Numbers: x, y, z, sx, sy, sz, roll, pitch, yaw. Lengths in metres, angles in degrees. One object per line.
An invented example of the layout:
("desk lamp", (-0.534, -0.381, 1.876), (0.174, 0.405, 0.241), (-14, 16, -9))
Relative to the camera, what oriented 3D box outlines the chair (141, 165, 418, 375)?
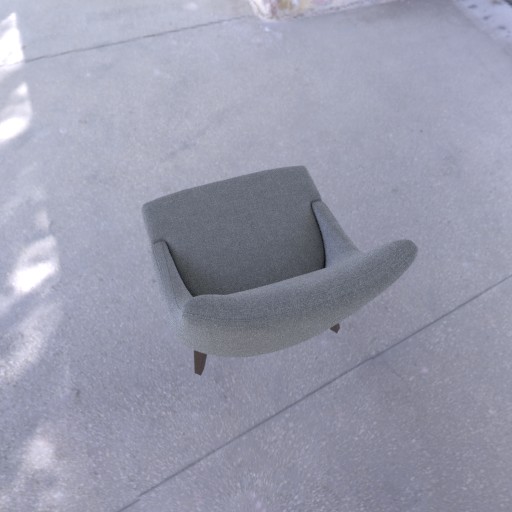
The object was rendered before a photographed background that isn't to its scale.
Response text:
("chair", (0.000, 0.000, 1.510), (0.701, 0.909, 0.861), (-15, 59, -9))
